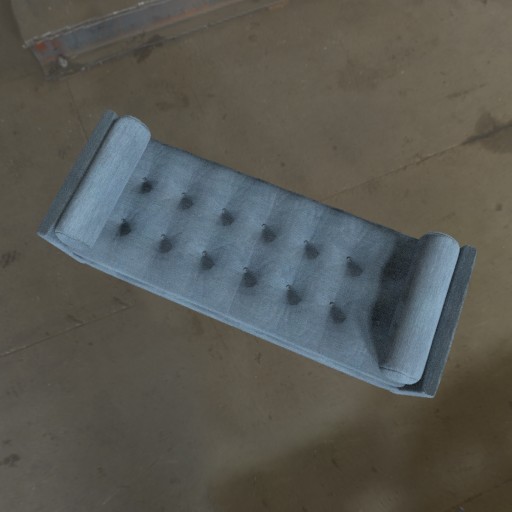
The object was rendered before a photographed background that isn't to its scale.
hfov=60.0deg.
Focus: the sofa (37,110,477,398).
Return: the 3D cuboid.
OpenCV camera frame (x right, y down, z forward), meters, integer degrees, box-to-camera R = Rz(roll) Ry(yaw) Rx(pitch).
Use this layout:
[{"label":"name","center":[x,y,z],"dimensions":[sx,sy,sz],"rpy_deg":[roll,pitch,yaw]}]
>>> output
[{"label":"sofa","center":[0.000,0.000,2.492],"dimensions":[2.102,0.705,0.796],"rpy_deg":[22,76,6]}]
